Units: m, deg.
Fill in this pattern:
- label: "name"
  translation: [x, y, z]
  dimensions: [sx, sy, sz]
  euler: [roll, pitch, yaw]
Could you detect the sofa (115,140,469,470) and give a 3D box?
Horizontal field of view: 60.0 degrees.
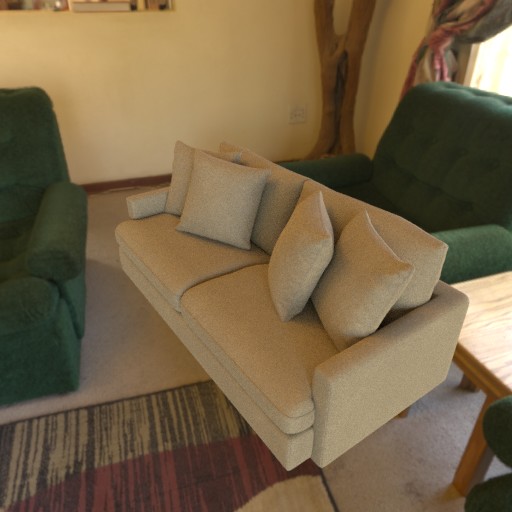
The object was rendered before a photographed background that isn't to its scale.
- label: "sofa"
  translation: [0.000, 0.000, 2.985]
  dimensions: [1.228, 1.084, 2.380]
  euler: [-20, 37, -29]
